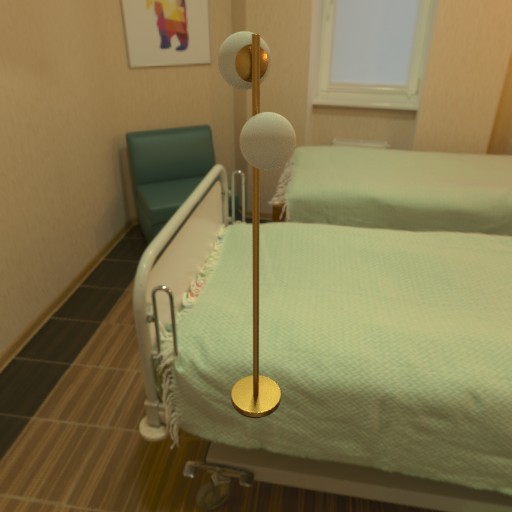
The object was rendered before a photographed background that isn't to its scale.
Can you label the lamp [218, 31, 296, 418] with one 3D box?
[{"bbox_3d":[0.000,0.000,1.823,0.249,1.641,0.419,-10,31,-18],"label":"lamp"}]
